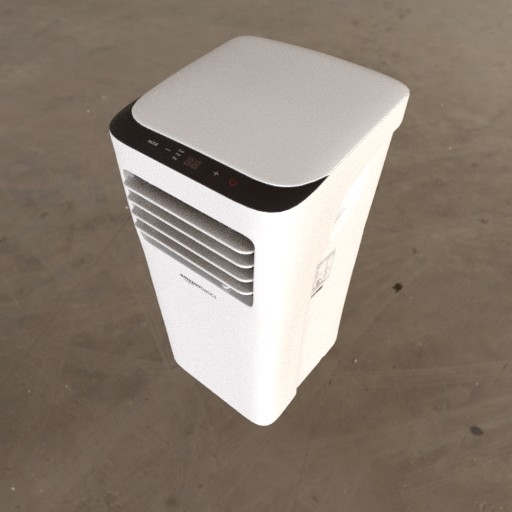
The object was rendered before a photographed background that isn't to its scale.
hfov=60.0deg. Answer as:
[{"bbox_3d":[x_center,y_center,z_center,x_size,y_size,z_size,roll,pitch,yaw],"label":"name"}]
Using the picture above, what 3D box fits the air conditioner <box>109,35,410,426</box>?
[{"bbox_3d":[0.000,0.000,0.912,0.352,0.716,0.369,30,53,25],"label":"air conditioner"}]
